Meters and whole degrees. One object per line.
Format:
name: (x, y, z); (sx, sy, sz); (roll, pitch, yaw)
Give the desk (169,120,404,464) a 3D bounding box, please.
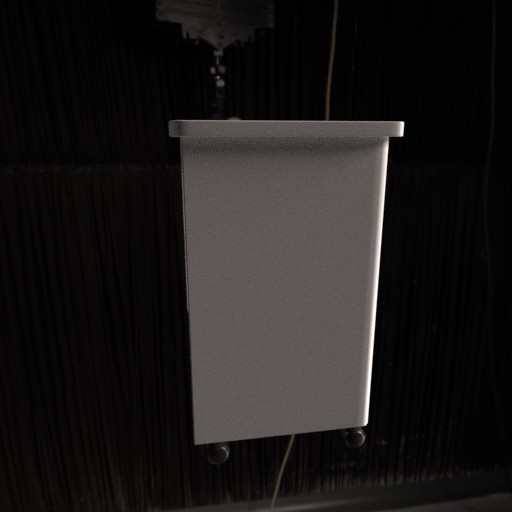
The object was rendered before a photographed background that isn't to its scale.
desk: (0.000, 0.000, 1.359); (0.475, 0.763, 0.877); (-2, 15, -9)
